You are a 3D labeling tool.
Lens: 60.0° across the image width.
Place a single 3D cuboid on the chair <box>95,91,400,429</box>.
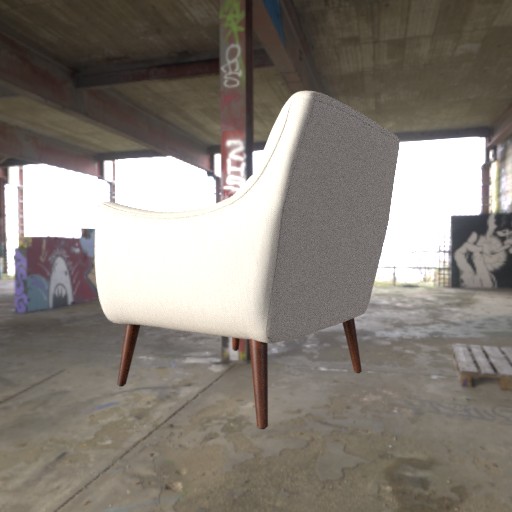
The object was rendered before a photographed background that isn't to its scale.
[{"bbox_3d":[0.000,0.000,1.470,0.787,0.838,0.762,1,2,36],"label":"chair"}]
